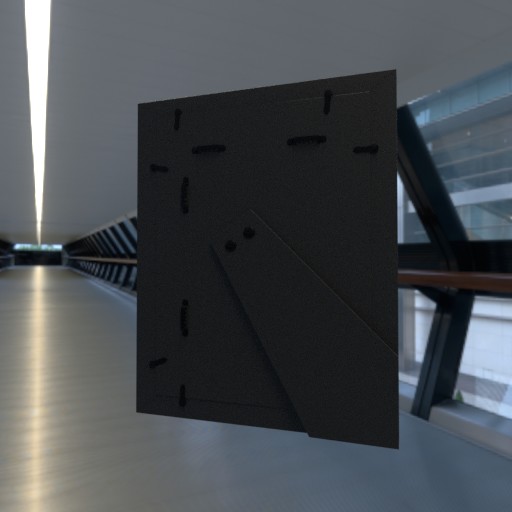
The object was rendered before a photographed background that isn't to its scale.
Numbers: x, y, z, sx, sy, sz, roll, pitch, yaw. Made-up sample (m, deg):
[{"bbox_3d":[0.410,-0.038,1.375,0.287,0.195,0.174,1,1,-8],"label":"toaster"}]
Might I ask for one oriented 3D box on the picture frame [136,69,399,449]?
[{"bbox_3d":[0.000,0.000,0.504,0.307,0.383,0.036,0,-1,18],"label":"picture frame"}]
